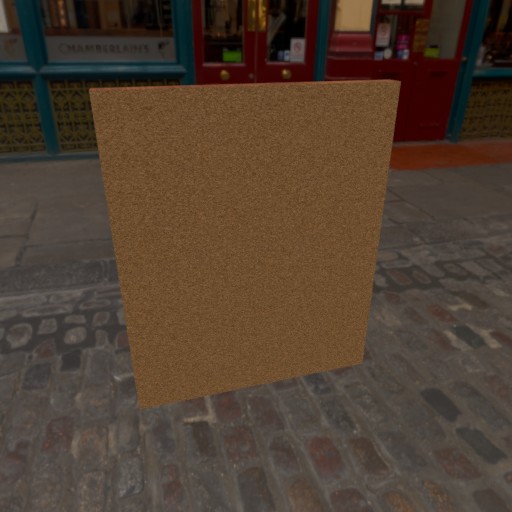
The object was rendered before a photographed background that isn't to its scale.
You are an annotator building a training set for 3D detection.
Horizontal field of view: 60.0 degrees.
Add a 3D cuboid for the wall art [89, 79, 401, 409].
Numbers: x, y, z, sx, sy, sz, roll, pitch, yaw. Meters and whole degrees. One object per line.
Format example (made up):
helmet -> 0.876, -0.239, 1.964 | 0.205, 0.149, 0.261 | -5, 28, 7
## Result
wall art -> 0.000, 0.000, 0.782 | 0.467, 0.567, 0.033 | -7, 28, -15
